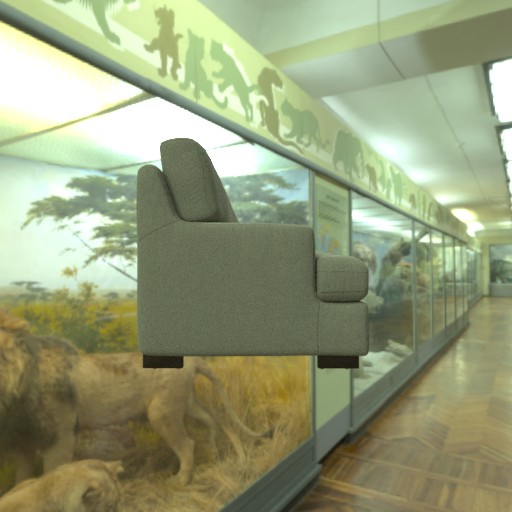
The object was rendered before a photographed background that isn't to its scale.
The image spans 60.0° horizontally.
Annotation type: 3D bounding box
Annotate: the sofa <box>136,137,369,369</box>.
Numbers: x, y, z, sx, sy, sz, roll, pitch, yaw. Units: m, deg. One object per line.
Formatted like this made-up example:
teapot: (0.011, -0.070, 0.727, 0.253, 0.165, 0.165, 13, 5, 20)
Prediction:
sofa: (0.000, 0.000, 2.940, 0.962, 0.980, 2.354, 0, -2, 0)
